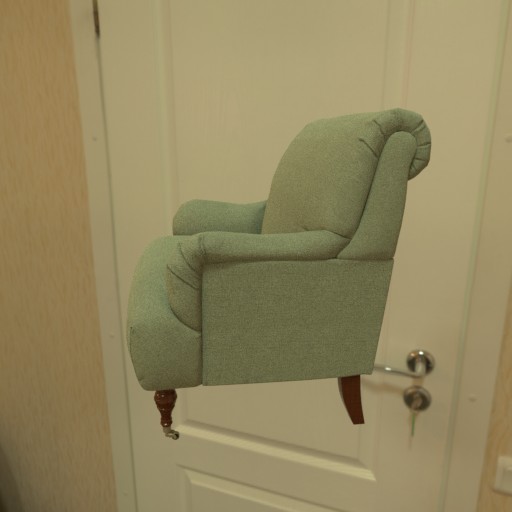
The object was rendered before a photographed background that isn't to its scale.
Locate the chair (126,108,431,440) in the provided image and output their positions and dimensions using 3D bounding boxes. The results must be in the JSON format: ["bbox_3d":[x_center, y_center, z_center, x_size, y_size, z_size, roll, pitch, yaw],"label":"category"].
[{"bbox_3d":[0.000,0.000,1.923,1.060,1.178,0.964,-2,15,-9],"label":"chair"}]
